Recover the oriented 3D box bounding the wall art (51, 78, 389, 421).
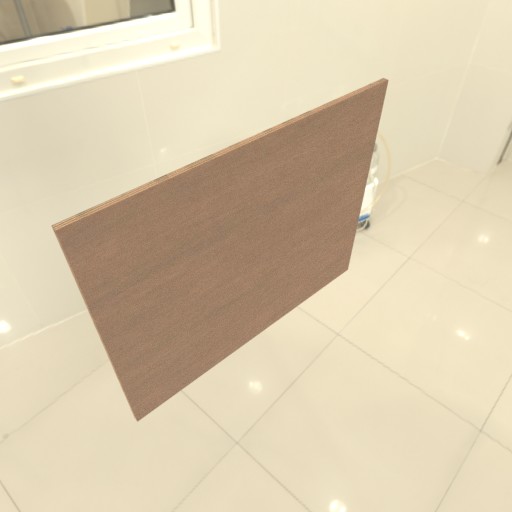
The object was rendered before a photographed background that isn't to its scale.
[{"bbox_3d":[0.000,0.000,0.682,0.508,0.408,0.010,-31,53,-27],"label":"wall art"}]
